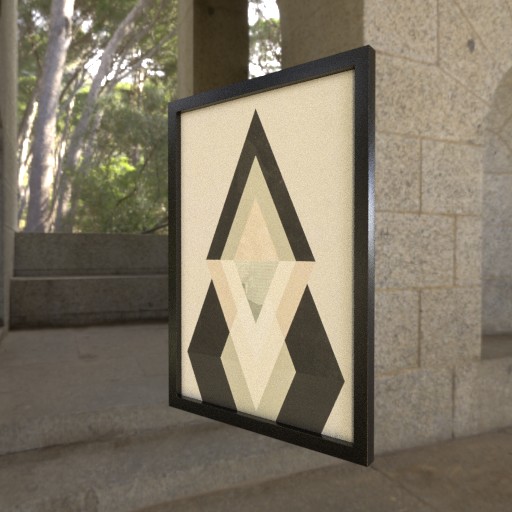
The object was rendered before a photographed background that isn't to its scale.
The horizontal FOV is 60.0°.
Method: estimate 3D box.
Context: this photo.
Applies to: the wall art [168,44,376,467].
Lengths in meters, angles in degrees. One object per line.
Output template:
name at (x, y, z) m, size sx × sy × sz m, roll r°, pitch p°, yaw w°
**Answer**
wall art at (0.000, 0.000, 0.577) m, size 0.314 × 0.455 × 0.019 m, roll 1°, pitch 1°, yaw 37°
